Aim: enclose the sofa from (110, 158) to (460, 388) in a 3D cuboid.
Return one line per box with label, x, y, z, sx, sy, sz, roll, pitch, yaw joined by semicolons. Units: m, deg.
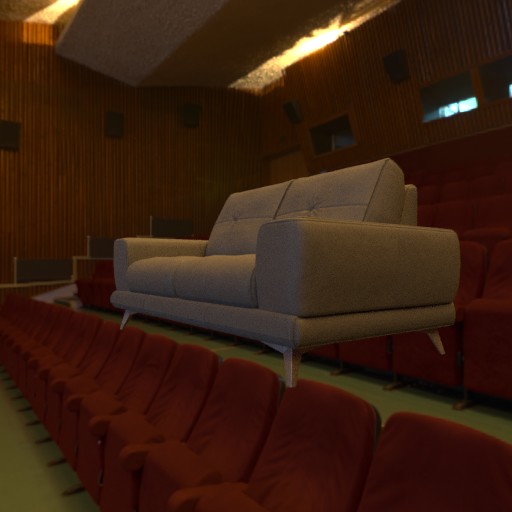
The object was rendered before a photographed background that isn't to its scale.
sofa;0.000;0.000;2.407;1.018;0.907;1.806;1;-1;-36
